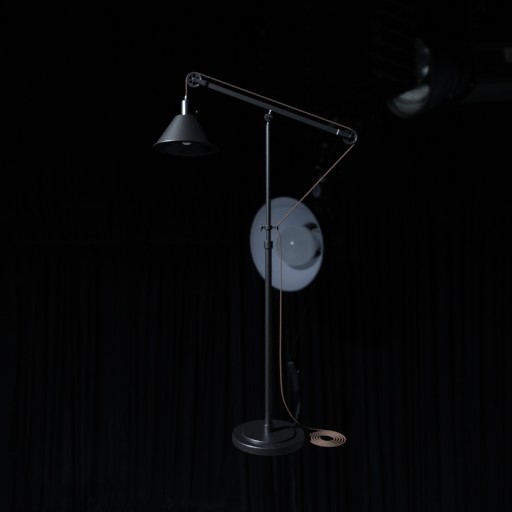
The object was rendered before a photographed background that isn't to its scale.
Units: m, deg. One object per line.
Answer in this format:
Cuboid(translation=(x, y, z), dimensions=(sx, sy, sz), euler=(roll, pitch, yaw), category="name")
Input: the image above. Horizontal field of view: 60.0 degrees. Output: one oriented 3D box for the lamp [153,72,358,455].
Cuboid(translation=(0.000, 0.000, 1.964), dimensions=(0.904, 1.626, 0.319), euler=(0, 0, -1), category="lamp")
